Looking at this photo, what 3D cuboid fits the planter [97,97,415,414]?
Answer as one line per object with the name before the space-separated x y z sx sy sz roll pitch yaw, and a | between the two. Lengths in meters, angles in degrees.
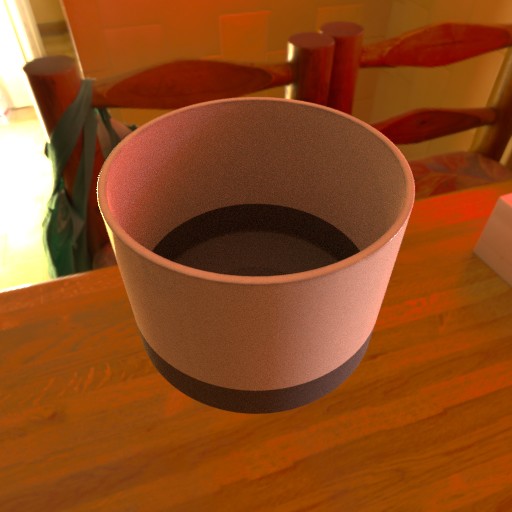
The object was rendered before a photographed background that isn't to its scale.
planter | 0.000 0.000 0.221 0.128 0.105 0.128 0 45 0
